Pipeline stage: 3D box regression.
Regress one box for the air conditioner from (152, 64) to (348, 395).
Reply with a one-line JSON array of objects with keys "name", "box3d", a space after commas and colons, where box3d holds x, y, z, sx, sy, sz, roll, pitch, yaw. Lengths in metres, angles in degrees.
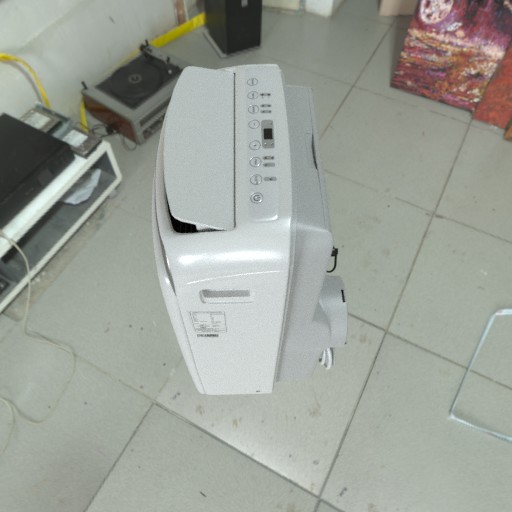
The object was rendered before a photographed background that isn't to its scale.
[{"name": "air conditioner", "box3d": [0.000, 0.000, 1.039, 0.414, 0.786, 0.449, -1, 59, -1]}]
